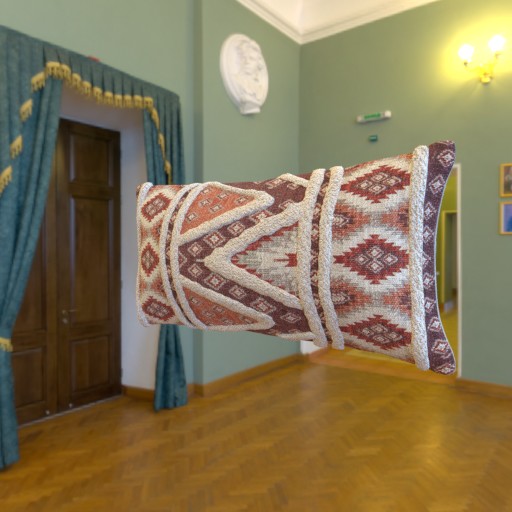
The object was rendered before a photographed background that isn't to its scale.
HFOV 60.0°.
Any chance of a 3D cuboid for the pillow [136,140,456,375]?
[{"bbox_3d":[0.000,0.000,0.726,0.608,0.295,0.161,1,1,36],"label":"pillow"}]
